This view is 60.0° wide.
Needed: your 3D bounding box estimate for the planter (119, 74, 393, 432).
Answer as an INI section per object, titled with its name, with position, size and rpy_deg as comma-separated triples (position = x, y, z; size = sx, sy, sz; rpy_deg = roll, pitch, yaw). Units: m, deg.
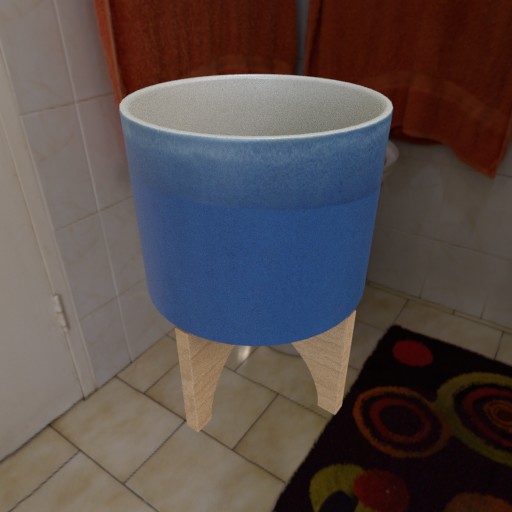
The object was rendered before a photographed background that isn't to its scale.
[planter]
position = 0.000, 0.000, 0.533
size = 0.261, 0.367, 0.261
rpy_deg = 0, 32, 0
